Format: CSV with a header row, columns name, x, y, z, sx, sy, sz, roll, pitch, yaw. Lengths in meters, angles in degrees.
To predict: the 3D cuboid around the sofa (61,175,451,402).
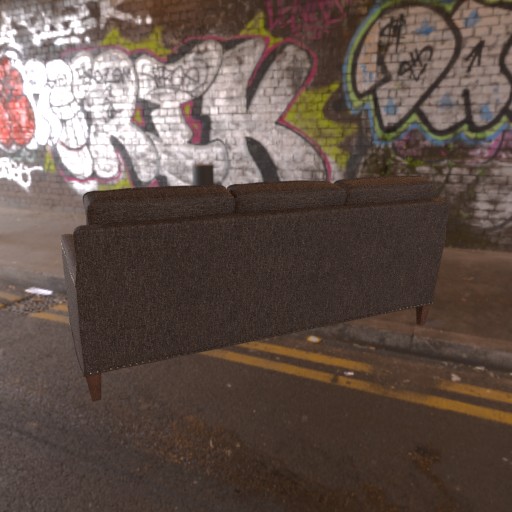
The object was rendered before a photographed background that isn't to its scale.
name,x,y,z,sx,sy,sz,roll,pitch,yaw
sofa,0.000,0.000,2.819,2.246,1.003,1.084,-7,16,-24
